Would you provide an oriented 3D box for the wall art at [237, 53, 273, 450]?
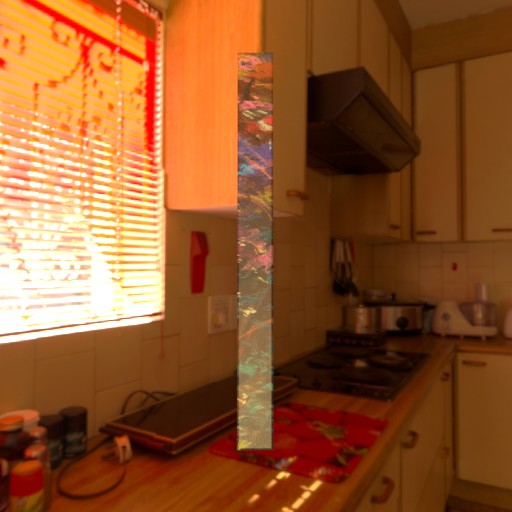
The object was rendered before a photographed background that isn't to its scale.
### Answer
[{"bbox_3d":[0.000,0.000,0.758,0.037,0.406,0.610,0,-1,0],"label":"wall art"}]
